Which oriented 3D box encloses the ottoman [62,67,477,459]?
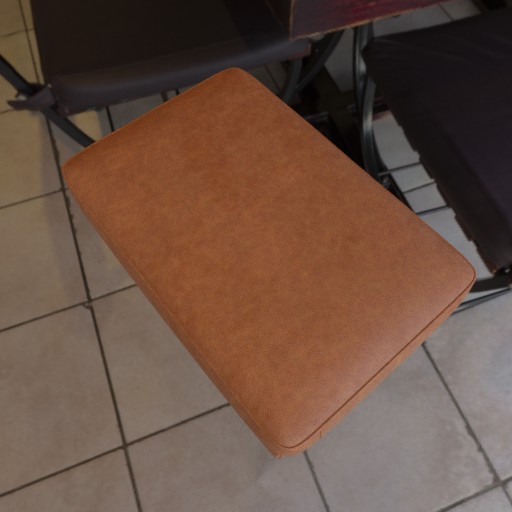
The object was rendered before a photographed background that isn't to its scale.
[{"bbox_3d":[0.000,0.000,1.170,0.584,0.483,0.864,-37,69,-17],"label":"ottoman"}]
